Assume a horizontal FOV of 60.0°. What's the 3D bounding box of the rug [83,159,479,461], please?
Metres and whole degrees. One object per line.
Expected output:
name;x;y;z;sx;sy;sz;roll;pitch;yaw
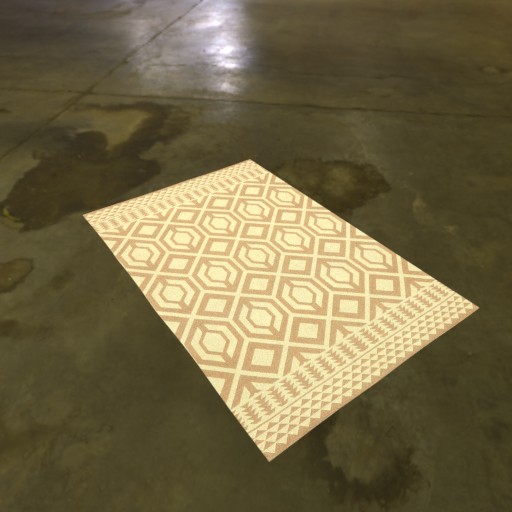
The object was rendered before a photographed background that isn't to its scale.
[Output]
rug;0.000;0.000;2.343;1.219;0.008;1.829;-25;45;-27
